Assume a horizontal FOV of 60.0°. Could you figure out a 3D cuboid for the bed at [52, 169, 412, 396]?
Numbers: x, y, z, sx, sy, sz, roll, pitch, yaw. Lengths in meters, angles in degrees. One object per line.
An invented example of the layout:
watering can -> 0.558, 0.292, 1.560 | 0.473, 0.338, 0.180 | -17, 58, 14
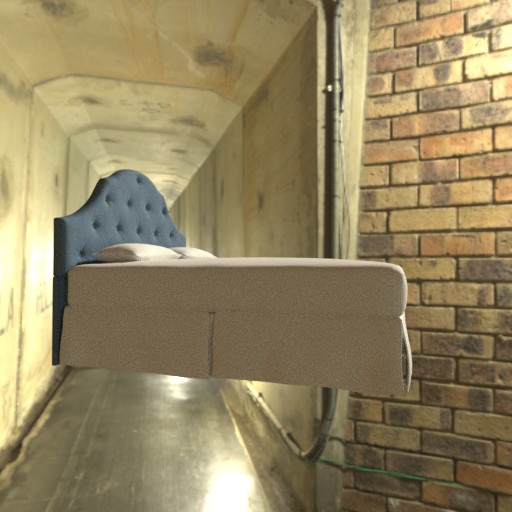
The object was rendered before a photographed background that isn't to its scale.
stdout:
bed -> 0.000, 0.000, 3.769 | 2.477, 1.617, 2.039 | 0, -1, 18
